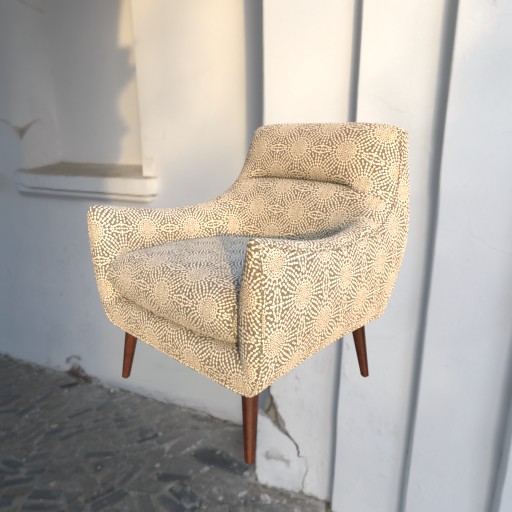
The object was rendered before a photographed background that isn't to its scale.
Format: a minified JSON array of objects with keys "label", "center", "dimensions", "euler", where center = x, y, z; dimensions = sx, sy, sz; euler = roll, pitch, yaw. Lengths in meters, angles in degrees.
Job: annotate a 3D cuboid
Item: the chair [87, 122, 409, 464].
[{"label":"chair","center":[0.000,0.000,1.442],"dimensions":[0.762,0.838,0.787],"euler":[14,21,41]}]
